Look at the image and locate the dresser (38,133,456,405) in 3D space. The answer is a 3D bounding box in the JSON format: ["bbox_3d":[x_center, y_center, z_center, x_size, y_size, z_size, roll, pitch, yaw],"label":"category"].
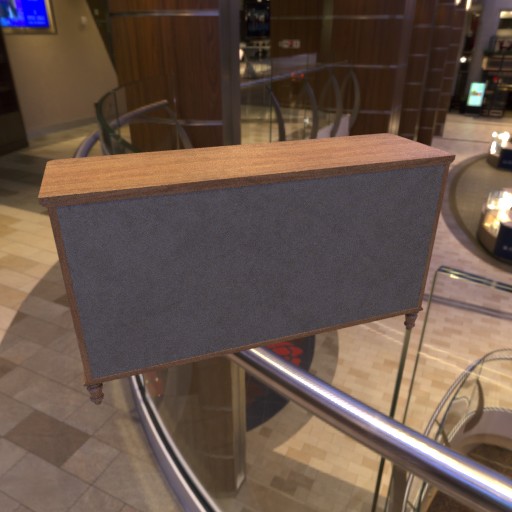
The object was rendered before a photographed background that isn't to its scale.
[{"bbox_3d":[0.000,0.000,1.991,1.583,0.892,0.468,-9,28,-17],"label":"dresser"}]
